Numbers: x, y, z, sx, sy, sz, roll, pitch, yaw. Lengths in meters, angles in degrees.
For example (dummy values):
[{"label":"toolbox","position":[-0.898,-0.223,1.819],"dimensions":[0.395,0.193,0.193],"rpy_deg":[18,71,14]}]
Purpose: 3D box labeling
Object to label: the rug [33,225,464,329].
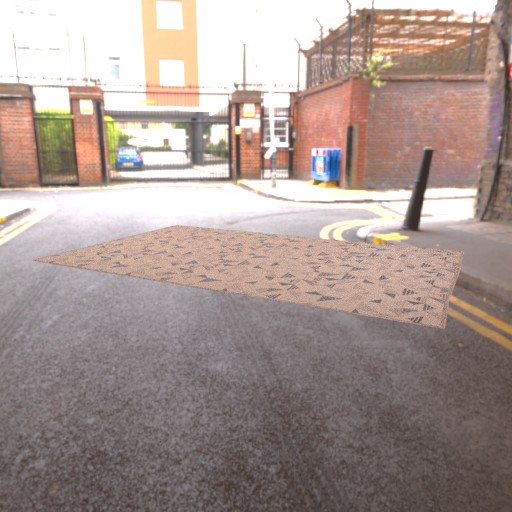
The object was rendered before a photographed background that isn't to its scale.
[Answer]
[{"label":"rug","position":[0.000,0.000,2.947],"dimensions":[2.457,0.009,1.512],"rpy_deg":[7,15,26]}]
